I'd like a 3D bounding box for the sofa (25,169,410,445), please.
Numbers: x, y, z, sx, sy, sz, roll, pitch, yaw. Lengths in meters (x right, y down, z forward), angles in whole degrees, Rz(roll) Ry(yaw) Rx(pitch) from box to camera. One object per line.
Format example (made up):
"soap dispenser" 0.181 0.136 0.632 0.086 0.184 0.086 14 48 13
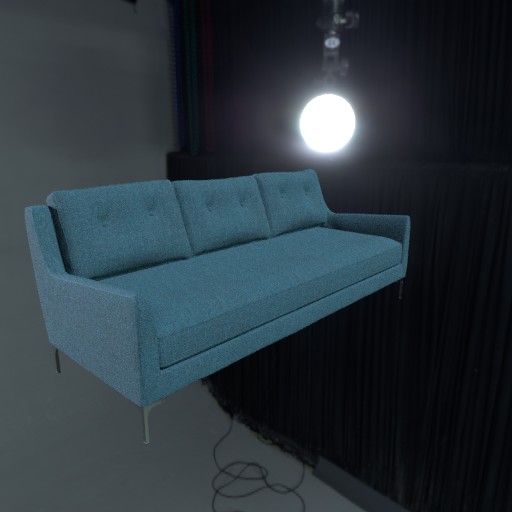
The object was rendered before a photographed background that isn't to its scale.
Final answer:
"sofa" 0.000 0.000 2.429 0.849 0.837 2.060 14 20 41
